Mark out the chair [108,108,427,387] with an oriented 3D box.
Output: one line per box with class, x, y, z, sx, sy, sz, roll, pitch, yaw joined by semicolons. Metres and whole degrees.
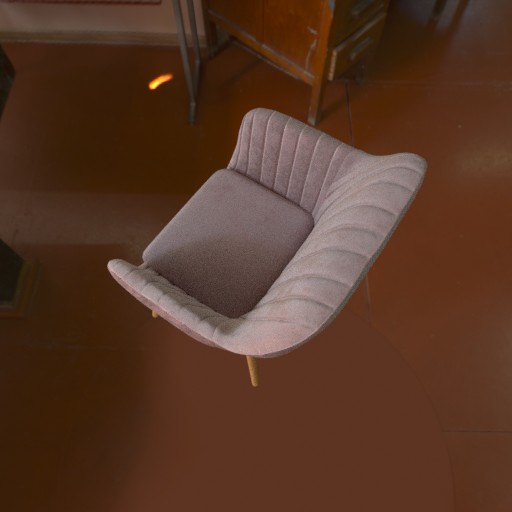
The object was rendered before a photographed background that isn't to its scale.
chair;0.000;0.000;1.221;0.570;0.832;0.610;32;69;14
